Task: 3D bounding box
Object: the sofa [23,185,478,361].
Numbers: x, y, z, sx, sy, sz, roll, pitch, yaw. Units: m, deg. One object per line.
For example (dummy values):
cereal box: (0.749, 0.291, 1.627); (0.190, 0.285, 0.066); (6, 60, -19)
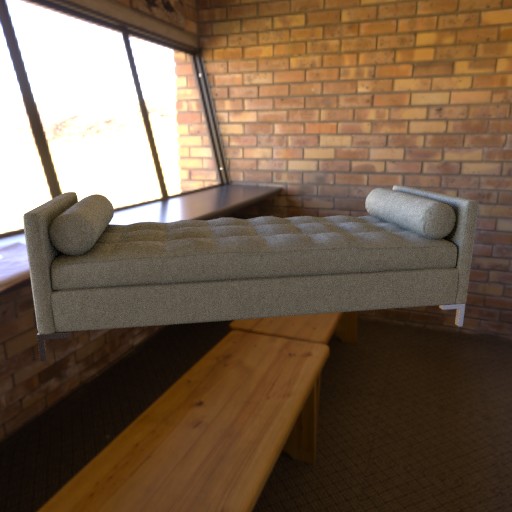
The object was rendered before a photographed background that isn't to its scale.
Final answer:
sofa: (0.000, 0.000, 2.421); (2.102, 0.657, 0.797); (-3, 15, -10)
